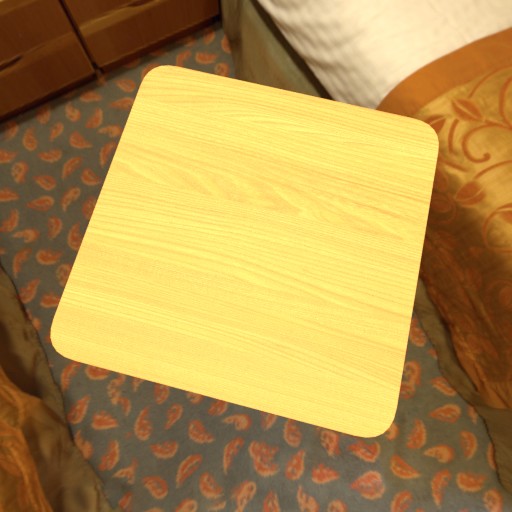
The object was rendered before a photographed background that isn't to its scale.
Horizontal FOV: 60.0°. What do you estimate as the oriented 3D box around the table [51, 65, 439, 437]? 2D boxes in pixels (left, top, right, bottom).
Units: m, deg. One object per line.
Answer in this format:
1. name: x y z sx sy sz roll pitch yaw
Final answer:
1. table: 0.000 0.000 1.228 0.750 0.450 0.750 14 75 4
